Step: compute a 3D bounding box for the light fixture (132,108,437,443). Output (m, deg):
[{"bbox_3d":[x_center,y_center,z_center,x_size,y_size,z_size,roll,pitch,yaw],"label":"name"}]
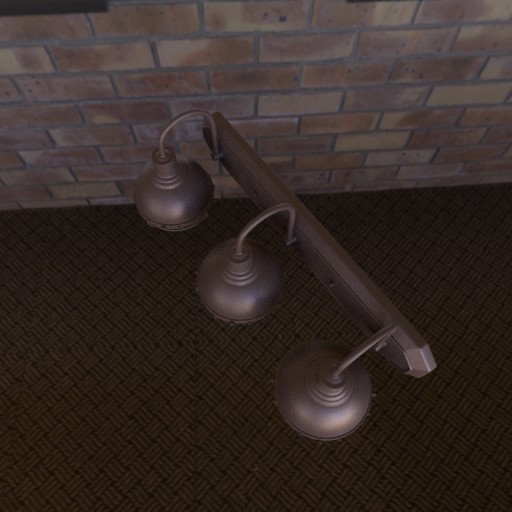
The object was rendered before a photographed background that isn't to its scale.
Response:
[{"bbox_3d":[0.000,0.000,0.768,0.229,0.254,0.634,-33,69,-15],"label":"light fixture"}]
